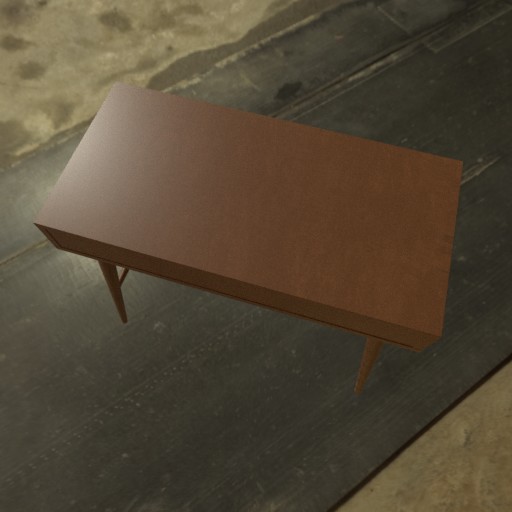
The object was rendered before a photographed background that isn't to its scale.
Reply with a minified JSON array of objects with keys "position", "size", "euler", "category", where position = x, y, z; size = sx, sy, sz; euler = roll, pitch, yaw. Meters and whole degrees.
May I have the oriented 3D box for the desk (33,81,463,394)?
[{"position":[0.000,0.000,1.420],"size":[0.949,0.758,0.510],"euler":[15,66,7],"category":"desk"}]
